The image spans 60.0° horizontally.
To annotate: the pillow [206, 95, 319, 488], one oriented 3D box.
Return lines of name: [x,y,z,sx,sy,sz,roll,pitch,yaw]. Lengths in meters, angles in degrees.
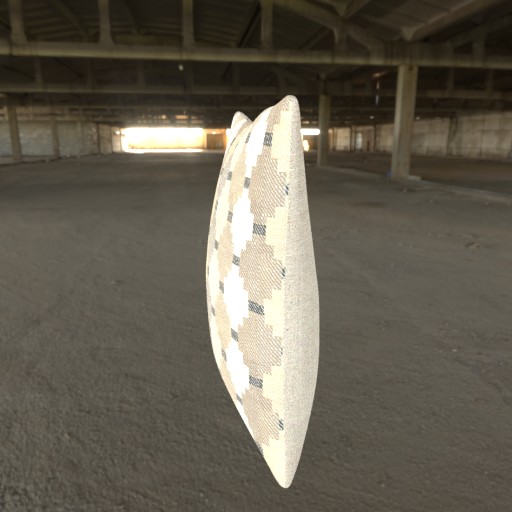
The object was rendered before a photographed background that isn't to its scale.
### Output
pillow: [0.000,0.000,0.848,0.192,0.558,0.578,-2,15,-8]
